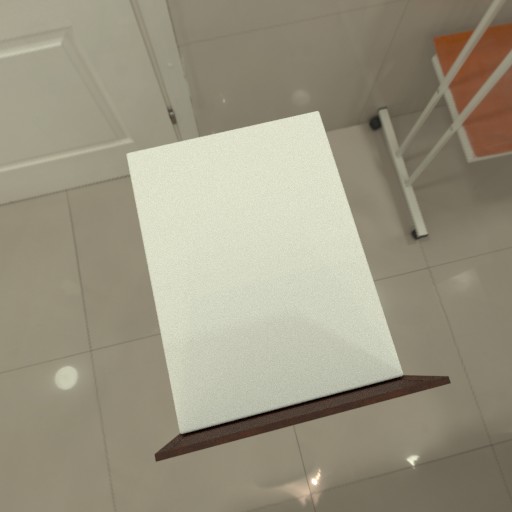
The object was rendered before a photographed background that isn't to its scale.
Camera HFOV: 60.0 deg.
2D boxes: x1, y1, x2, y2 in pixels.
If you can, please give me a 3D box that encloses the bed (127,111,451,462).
[{"bbox_3d":[0.000,0.000,3.197,1.600,1.270,2.184,-14,76,-3],"label":"bed"}]
